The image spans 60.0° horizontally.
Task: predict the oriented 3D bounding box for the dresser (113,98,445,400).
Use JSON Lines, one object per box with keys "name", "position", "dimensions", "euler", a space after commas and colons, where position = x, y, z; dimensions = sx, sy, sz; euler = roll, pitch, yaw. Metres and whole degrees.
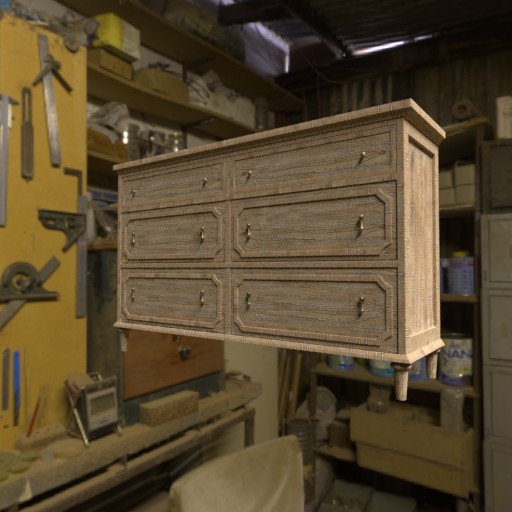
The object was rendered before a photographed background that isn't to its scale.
{"name": "dresser", "position": [0.000, 0.000, 2.133], "dimensions": [1.626, 1.016, 0.457], "euler": [-1, -2, 36]}
